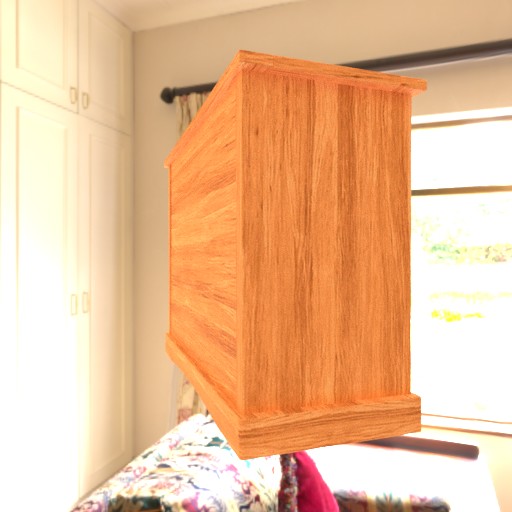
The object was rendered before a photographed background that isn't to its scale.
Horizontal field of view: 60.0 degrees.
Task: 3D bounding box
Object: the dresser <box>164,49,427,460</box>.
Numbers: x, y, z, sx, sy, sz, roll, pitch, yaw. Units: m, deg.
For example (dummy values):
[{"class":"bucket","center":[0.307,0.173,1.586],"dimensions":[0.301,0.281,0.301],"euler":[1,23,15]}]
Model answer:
[{"class":"dresser","center":[0.000,0.000,1.322],"dimensions":[0.410,0.740,0.990],"euler":[0,0,-19]}]
